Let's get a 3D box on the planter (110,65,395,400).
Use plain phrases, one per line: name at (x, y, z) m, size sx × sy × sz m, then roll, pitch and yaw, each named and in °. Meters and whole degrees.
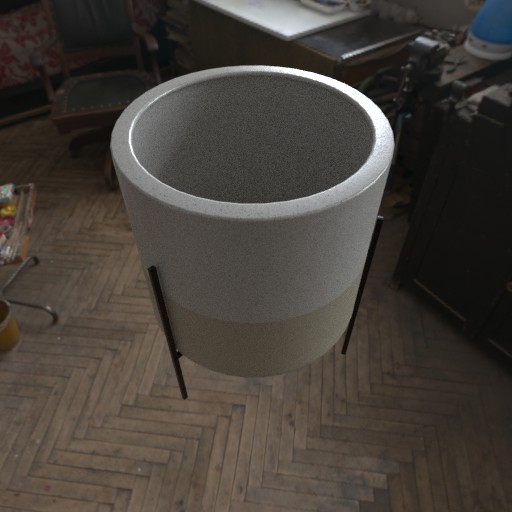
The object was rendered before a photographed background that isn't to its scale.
planter at (0.000, 0.000, 0.740) m, size 0.368 × 0.484 × 0.359 m, roll 10°, pitch 48°, yaw 9°
